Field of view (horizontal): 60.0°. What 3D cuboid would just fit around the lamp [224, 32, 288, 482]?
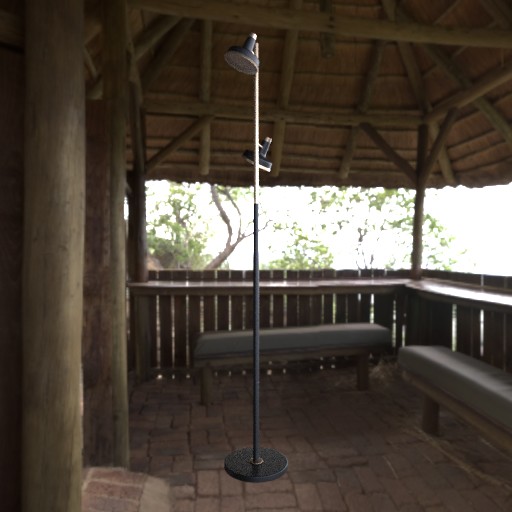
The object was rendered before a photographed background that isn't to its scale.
[{"bbox_3d":[0.000,0.000,1.755,0.253,1.674,0.351,0,1,18],"label":"lamp"}]
